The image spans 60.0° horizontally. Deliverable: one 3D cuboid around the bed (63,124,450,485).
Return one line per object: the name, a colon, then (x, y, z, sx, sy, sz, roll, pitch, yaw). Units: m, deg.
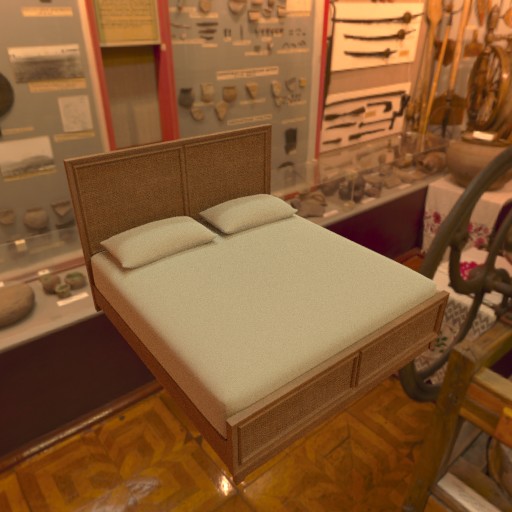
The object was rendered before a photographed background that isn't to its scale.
bed: (0.000, 0.000, 3.470, 2.003, 1.387, 2.184, -21, 35, -32)
